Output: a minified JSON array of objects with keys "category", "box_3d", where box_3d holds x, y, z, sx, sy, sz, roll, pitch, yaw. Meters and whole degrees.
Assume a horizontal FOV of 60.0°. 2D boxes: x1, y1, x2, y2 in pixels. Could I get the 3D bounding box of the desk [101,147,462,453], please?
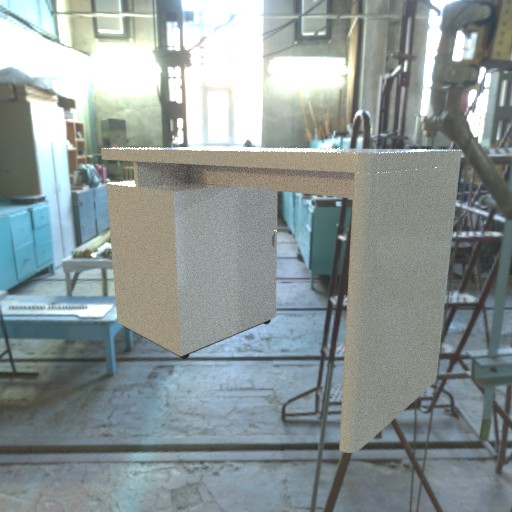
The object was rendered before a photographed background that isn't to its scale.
[{"category":"desk","box_3d":[0.000,0.000,1.619,1.200,0.760,0.550,13,20,42]}]
